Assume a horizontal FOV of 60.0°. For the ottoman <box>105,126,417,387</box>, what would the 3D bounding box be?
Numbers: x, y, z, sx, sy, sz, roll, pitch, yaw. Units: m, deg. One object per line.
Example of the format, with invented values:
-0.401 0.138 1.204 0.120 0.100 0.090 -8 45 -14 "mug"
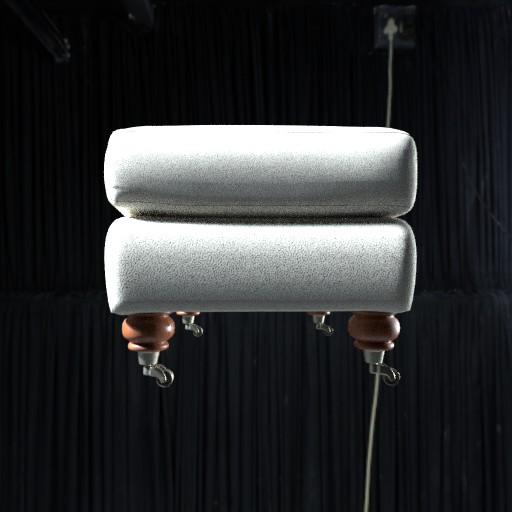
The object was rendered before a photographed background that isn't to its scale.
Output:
0.000 0.000 1.141 0.569 0.499 0.773 0 -2 -2 "ottoman"
